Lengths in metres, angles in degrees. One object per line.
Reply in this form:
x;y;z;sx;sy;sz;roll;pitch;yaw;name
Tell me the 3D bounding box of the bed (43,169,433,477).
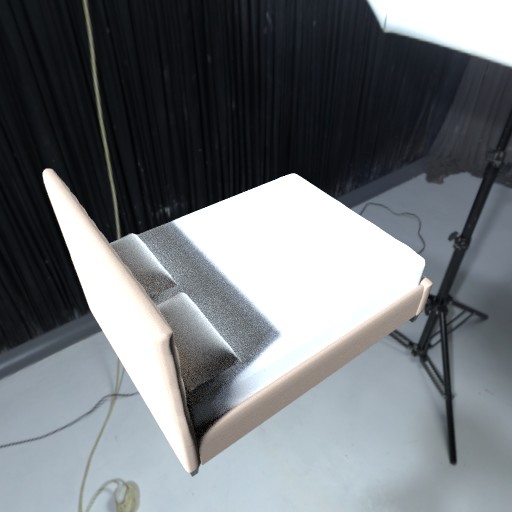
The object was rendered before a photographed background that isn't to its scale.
0.000;0.000;3.296;2.233;1.426;1.696;-26;48;-26;bed
